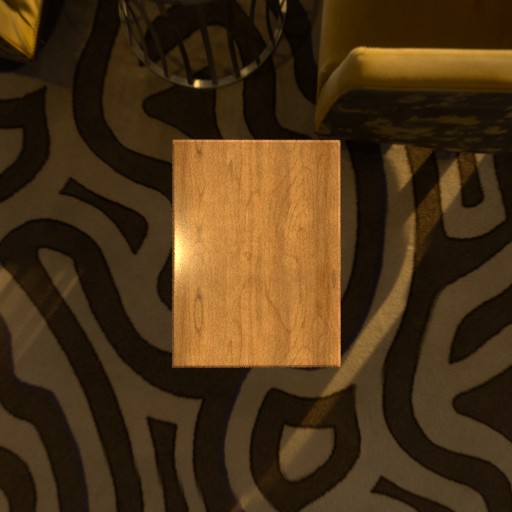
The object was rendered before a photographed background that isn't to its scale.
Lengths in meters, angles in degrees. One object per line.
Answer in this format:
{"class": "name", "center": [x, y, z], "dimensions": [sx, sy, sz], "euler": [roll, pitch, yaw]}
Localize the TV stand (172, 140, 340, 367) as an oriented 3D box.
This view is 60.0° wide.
{"class": "TV stand", "center": [0.000, 0.000, 2.011], "dimensions": [0.435, 1.828, 0.565], "euler": [0, 90, -1]}
